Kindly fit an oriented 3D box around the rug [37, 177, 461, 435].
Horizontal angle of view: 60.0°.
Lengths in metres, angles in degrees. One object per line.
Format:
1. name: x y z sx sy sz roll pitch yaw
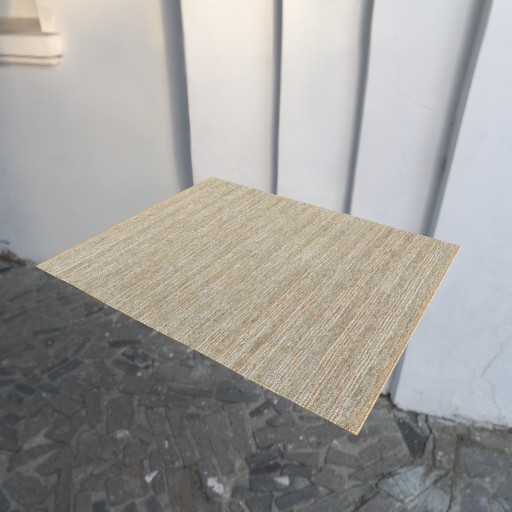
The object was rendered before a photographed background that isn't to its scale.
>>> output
1. rug: 0.000 0.000 4.061 3.034 0.012 2.471 20 38 28
